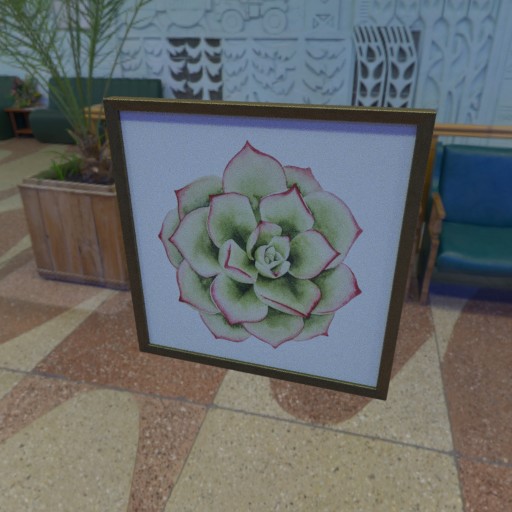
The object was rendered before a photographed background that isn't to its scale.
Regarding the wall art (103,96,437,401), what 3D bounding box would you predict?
[{"bbox_3d":[0.000,0.000,0.771,0.503,0.506,0.031,7,27,15],"label":"wall art"}]
